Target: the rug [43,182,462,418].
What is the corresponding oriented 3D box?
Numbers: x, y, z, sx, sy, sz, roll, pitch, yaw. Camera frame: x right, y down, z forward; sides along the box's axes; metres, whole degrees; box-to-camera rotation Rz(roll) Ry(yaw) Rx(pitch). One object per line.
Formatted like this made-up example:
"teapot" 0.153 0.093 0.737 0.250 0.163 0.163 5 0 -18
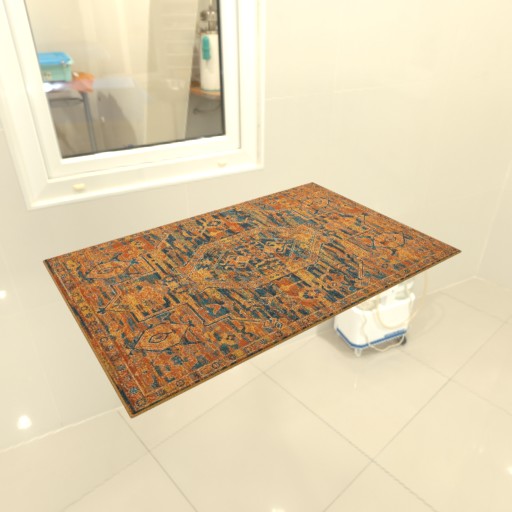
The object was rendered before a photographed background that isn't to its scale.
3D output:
"rug" 0.000 0.000 1.084 0.863 0.008 0.557 -20 37 -30
